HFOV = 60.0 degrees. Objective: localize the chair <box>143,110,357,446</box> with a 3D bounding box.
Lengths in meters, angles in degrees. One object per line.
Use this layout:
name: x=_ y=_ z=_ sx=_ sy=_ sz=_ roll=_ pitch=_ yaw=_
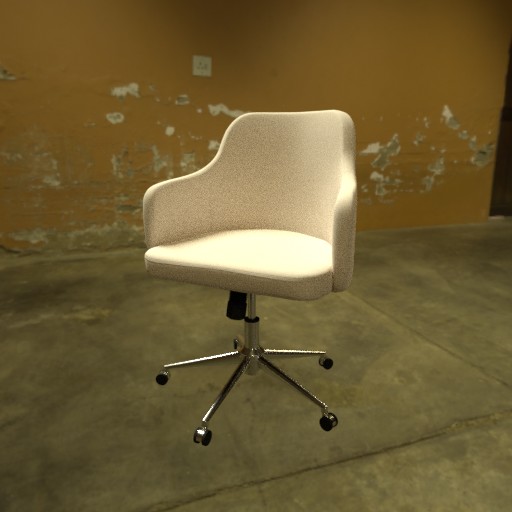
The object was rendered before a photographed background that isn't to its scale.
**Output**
chair: x=0.000 y=0.000 z=1.266 sx=0.602 sy=0.819 sz=0.647 roll=7 pitch=16 yaw=25
